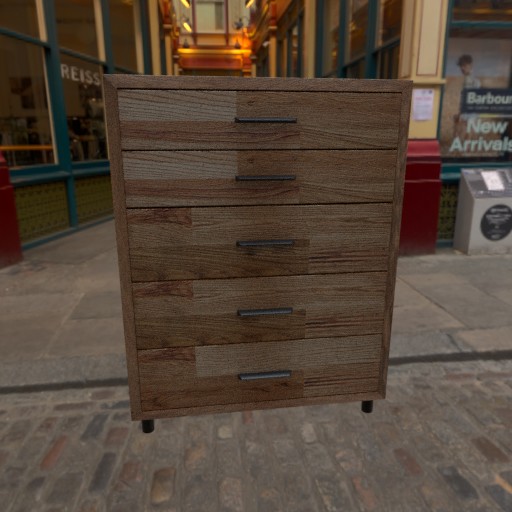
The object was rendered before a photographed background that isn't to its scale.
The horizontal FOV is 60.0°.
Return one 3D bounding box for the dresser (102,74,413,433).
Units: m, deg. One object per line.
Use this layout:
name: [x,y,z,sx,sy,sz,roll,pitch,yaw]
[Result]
dresser: [0.000,0.000,1.714,0.966,1.243,0.480,-2,15,-8]
